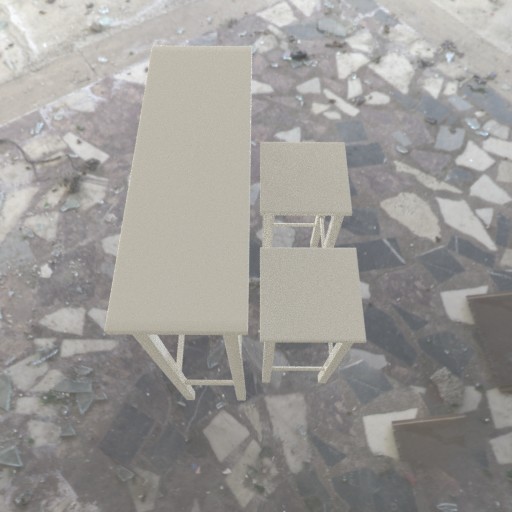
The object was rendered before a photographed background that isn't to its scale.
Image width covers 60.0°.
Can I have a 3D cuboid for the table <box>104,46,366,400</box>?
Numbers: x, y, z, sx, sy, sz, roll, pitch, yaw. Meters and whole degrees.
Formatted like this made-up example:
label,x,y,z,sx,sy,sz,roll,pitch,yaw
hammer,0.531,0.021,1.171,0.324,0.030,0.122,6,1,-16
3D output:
label,x,y,z,sx,sy,sz,roll,pitch,yaw
table,0.000,0.000,1.637,0.650,1.065,0.915,0,63,0
